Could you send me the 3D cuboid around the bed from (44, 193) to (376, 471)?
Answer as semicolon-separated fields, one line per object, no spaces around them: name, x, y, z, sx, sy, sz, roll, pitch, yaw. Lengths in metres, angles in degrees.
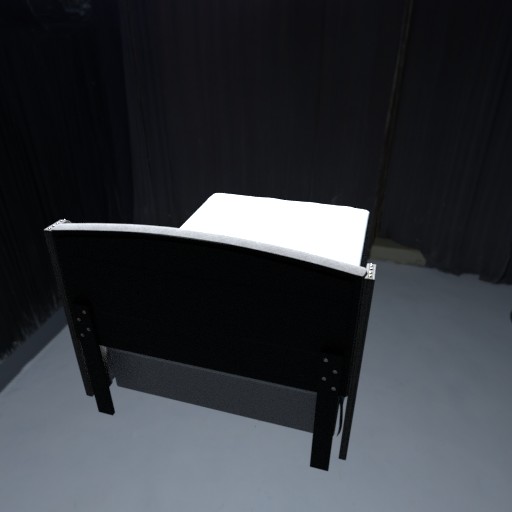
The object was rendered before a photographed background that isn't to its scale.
bed;0.000;0.000;3.342;1.710;1.407;2.237;8;31;14
